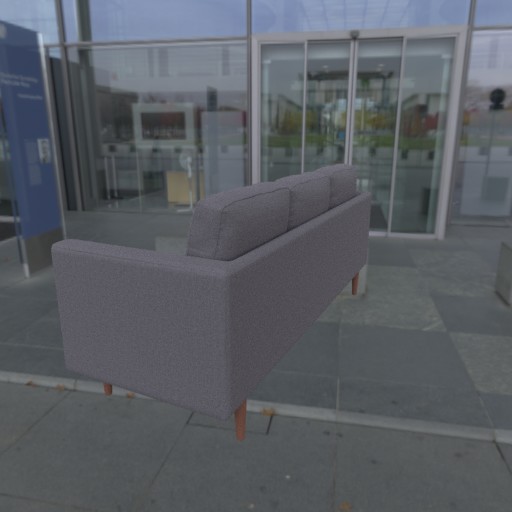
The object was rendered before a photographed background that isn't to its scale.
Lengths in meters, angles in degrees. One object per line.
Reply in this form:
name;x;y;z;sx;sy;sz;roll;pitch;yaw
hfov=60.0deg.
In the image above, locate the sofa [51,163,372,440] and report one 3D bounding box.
sofa;0.000;0.000;2.443;0.802;0.912;2.029;8;18;25
